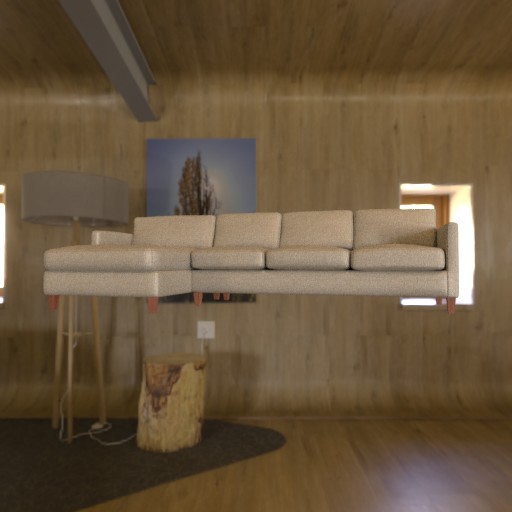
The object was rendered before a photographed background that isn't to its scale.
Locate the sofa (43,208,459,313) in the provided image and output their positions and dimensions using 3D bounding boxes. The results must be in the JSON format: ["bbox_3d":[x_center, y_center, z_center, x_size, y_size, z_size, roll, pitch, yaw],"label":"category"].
[{"bbox_3d":[0.000,0.000,3.801,3.201,0.876,1.502,0,-1,16],"label":"sofa"}]
